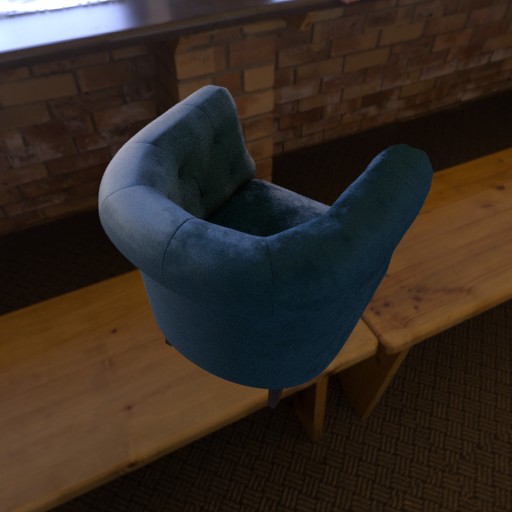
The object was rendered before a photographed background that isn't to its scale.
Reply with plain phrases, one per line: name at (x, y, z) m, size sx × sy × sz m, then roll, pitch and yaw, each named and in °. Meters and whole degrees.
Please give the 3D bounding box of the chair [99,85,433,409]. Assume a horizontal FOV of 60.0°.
chair at (0.000, 0.000, 1.561) m, size 0.904 × 0.826 × 0.851 m, roll 25°, pitch 52°, yaw 21°
